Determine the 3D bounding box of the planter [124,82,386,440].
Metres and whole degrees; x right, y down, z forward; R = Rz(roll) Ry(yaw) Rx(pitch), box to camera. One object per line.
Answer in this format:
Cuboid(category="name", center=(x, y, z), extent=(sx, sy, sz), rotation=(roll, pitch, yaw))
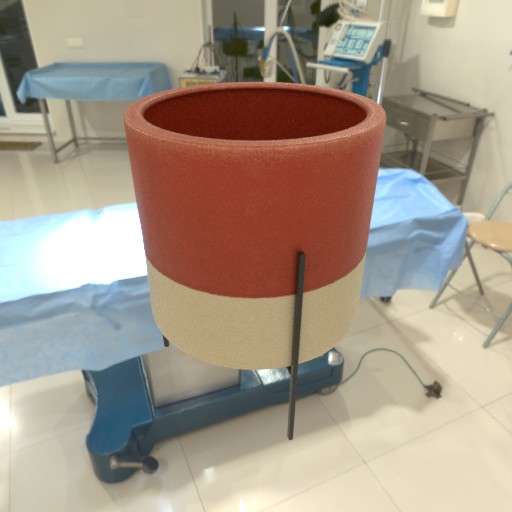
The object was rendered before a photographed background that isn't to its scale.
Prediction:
Cuboid(category="planter", center=(0.000, 0.000, 0.709), extent=(0.345, 0.465, 0.354), rotation=(-10, 33, -15))
